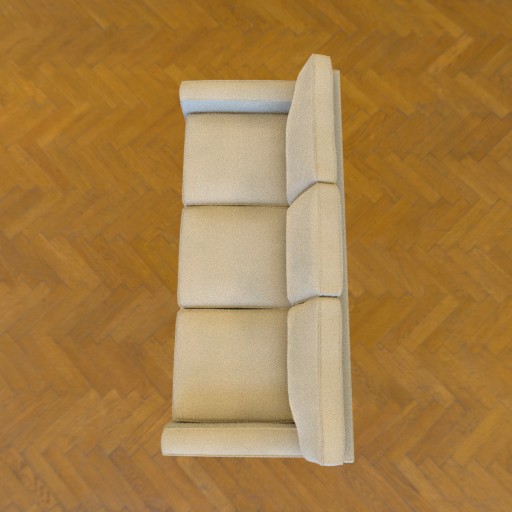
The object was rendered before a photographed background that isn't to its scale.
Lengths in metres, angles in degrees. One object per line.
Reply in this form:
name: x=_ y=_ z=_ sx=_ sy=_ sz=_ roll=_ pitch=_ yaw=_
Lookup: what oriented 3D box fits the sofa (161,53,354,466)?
sofa: x=0.000 y=0.000 z=2.527 sx=0.935 sy=0.862 sz=2.088 roll=0 pitch=77 yaw=0
